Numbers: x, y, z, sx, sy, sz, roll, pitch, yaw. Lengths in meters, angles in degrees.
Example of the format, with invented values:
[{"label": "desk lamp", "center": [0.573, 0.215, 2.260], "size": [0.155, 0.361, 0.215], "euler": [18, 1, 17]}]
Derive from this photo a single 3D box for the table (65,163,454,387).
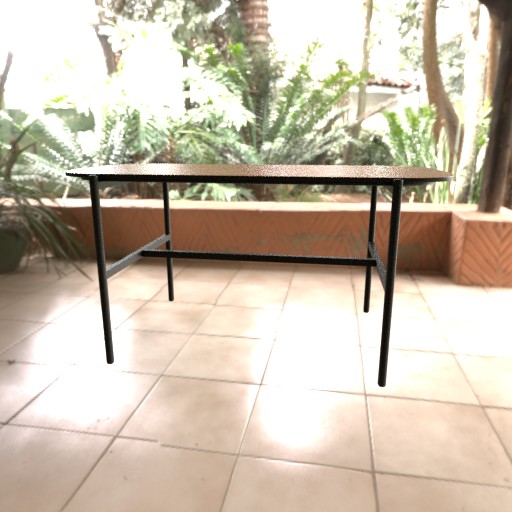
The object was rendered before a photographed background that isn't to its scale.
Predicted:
[{"label": "table", "center": [0.000, 0.000, 1.039], "size": [0.800, 0.400, 0.400], "euler": [2, 15, 9]}]
